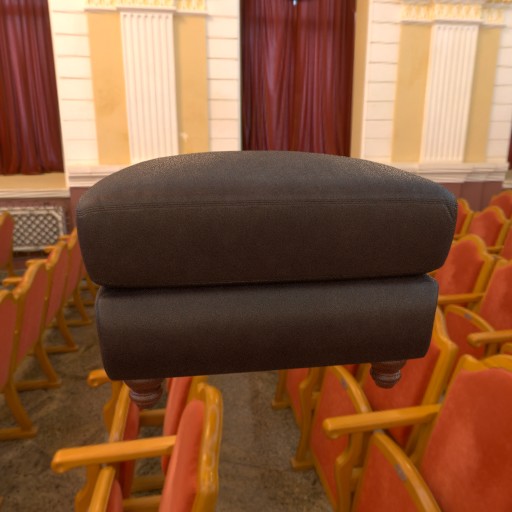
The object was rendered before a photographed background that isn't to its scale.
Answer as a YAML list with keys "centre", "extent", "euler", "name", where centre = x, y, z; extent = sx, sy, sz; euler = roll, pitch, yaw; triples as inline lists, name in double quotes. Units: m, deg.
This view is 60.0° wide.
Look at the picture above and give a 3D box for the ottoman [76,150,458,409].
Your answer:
- centre: [0.000, 0.000, 1.235]
  extent: [0.806, 0.569, 0.670]
  euler: [-2, 15, -8]
  name: "ottoman"
